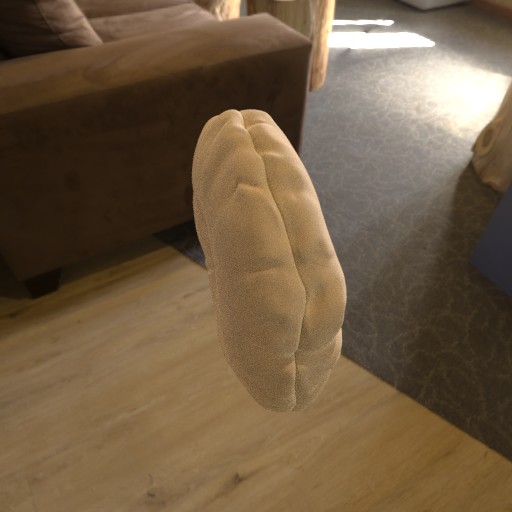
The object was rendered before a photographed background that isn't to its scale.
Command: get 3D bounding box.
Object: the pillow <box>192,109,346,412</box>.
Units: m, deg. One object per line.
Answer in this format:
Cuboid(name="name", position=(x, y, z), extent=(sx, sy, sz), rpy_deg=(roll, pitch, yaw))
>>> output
Cuboid(name="pillow", position=(0.000, 0.000, 0.644), extent=(0.148, 0.407, 0.428), rpy_deg=(-10, 48, -10))
